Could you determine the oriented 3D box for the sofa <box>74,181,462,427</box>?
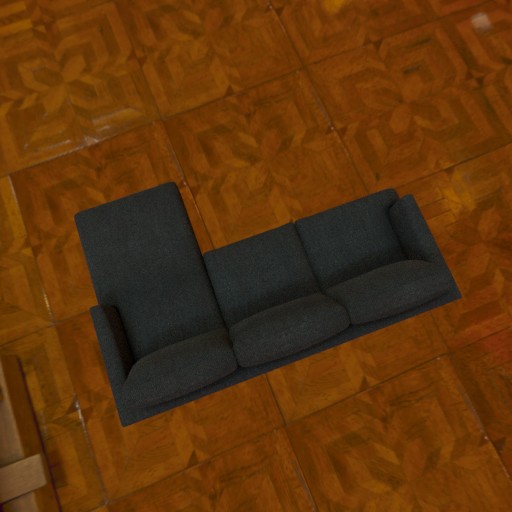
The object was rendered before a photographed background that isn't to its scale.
[{"bbox_3d":[0.000,0.000,3.056,2.233,0.956,1.504,-20,77,-5],"label":"sofa"}]
